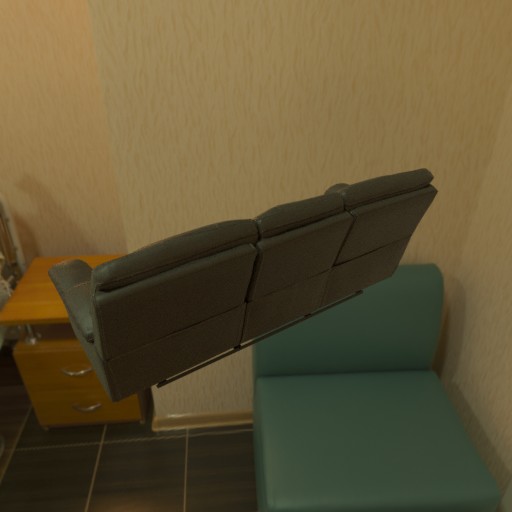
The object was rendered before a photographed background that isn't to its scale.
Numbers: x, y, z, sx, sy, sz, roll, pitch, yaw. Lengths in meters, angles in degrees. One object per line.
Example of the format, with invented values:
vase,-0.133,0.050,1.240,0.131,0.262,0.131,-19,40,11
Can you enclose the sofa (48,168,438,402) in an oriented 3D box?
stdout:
sofa,0.000,0.000,3.204,2.627,1.134,1.104,-19,35,-29
